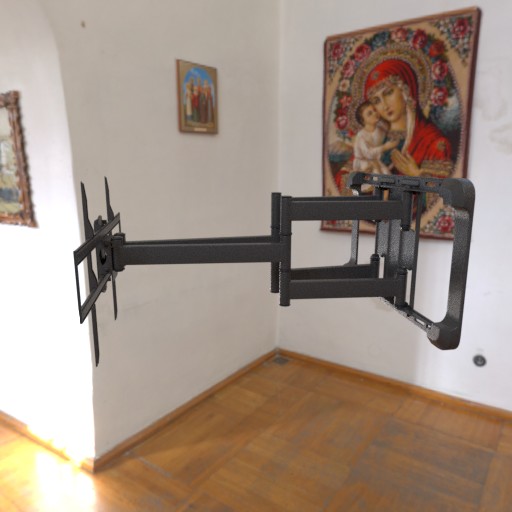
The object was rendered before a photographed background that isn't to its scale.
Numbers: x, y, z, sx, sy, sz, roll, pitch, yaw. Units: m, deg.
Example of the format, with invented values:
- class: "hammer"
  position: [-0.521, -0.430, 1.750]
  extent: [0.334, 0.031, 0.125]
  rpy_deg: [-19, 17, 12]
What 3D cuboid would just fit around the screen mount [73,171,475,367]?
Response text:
- class: "screen mount"
  position: [0.000, 0.000, 1.340]
  extent: [0.905, 0.483, 0.725]
  rpy_deg: [-2, 13, -9]
